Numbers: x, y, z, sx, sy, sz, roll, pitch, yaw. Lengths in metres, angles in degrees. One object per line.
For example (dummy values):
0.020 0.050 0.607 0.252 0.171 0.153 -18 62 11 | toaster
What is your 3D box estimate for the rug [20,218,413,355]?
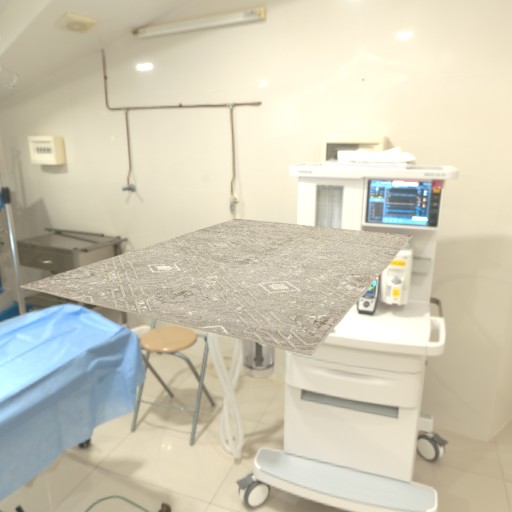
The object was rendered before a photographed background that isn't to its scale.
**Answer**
0.000 0.000 4.366 2.448 0.020 3.359 8 17 27 | rug
